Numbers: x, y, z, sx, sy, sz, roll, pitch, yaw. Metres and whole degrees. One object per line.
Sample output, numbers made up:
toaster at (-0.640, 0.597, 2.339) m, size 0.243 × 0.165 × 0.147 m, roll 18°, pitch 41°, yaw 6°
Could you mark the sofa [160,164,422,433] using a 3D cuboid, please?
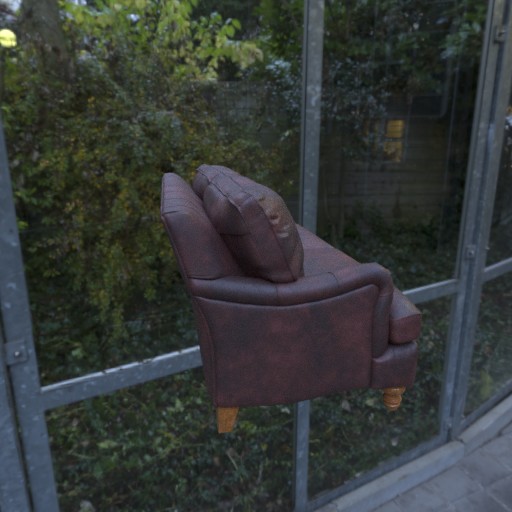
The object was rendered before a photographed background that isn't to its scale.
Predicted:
sofa at (0.000, 0.000, 2.849) m, size 1.147 × 1.071 × 2.144 m, roll -3°, pitch 15°, yaw -11°
